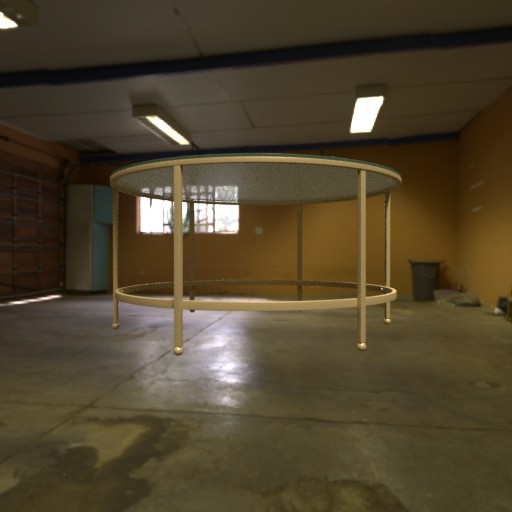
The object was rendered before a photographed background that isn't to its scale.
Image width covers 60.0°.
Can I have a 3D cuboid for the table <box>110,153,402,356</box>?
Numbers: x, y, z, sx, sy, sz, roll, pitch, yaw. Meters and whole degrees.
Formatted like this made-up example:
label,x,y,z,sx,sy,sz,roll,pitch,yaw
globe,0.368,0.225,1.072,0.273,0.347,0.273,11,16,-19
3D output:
label,x,y,z,sx,sy,sz,roll,pitch,yaw
table,0.000,0.000,1.460,0.914,0.470,0.914,0,0,0
